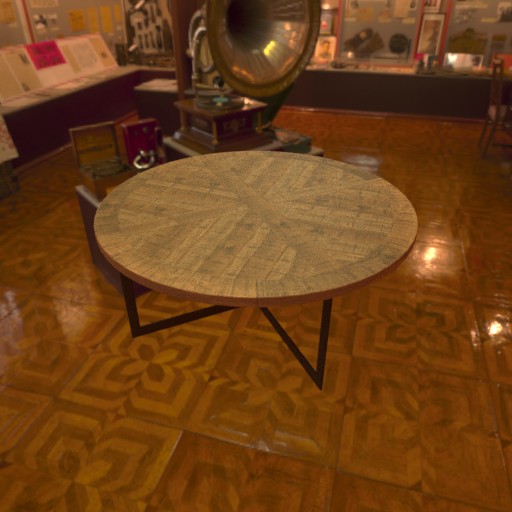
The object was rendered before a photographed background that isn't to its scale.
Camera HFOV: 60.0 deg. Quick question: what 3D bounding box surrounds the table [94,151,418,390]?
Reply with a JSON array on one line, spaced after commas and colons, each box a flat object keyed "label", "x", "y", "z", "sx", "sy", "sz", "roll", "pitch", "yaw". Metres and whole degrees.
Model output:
[{"label": "table", "x": 0.000, "y": 0.000, "z": 1.944, "sx": 1.264, "sy": 0.516, "sz": 1.264, "roll": 0, "pitch": 32, "yaw": 0}]
